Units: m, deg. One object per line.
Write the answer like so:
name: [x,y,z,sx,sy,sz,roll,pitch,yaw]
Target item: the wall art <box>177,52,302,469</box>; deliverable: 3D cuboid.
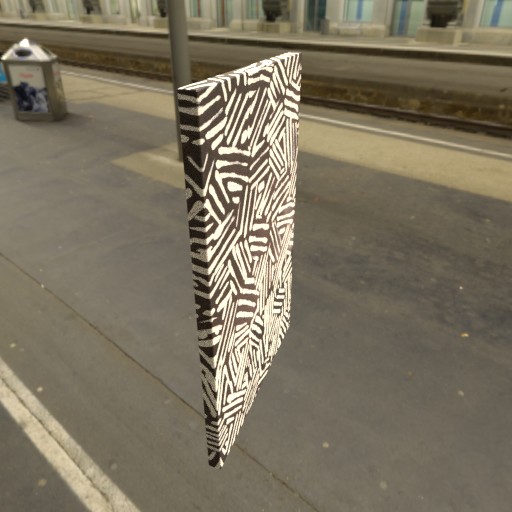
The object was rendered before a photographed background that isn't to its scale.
wall art: [0.000,0.000,1.154,0.035,0.918,0.615,10,31,17]
